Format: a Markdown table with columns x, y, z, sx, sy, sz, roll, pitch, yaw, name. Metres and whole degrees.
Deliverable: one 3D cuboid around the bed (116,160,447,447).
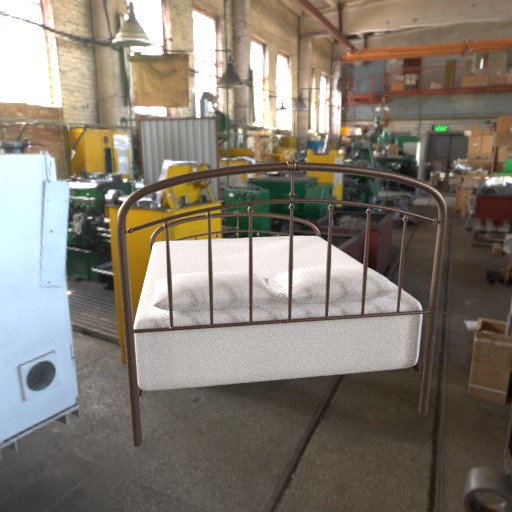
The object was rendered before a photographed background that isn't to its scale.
| x | y | z | sx | sy | sz | roll | pitch | yaw | name |
| --- | --- | --- | --- | --- | --- | --- | --- | --- | --- |
| 0.000 | 0.000 | 3.326 | 1.711 | 1.475 | 2.168 | -2 | 14 | -9 | bed |
